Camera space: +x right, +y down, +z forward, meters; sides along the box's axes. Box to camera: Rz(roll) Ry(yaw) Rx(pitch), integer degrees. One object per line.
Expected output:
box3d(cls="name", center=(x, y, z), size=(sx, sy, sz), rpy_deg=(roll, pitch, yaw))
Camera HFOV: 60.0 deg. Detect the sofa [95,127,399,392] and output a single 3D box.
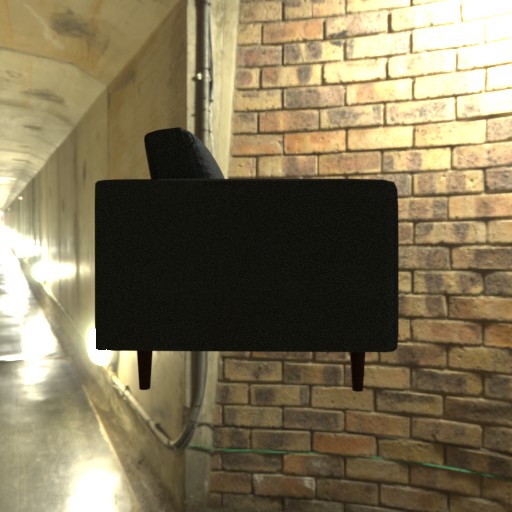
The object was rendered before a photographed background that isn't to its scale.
box3d(cls="sofa", center=(0.000, 0.000, 2.158), size=(0.999, 0.930, 1.518), rpy_deg=(0, 0, 1))
